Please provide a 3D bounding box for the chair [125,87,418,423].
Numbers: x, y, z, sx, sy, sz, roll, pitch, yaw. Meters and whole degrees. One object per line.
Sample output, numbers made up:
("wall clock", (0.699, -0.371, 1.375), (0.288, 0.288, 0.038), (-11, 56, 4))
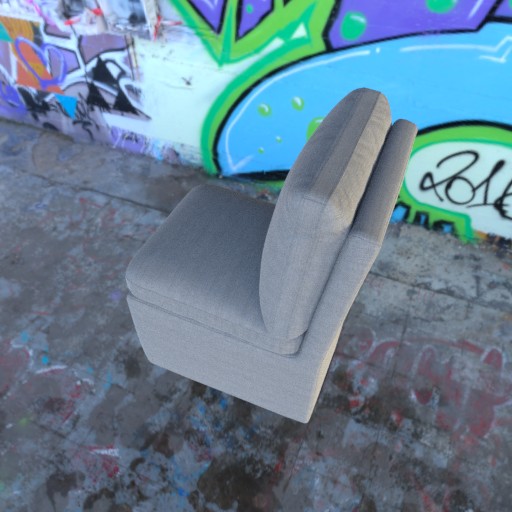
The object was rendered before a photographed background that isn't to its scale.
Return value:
("chair", (0.000, 0.000, 1.337), (0.698, 0.927, 0.503), (17, 48, 16))
